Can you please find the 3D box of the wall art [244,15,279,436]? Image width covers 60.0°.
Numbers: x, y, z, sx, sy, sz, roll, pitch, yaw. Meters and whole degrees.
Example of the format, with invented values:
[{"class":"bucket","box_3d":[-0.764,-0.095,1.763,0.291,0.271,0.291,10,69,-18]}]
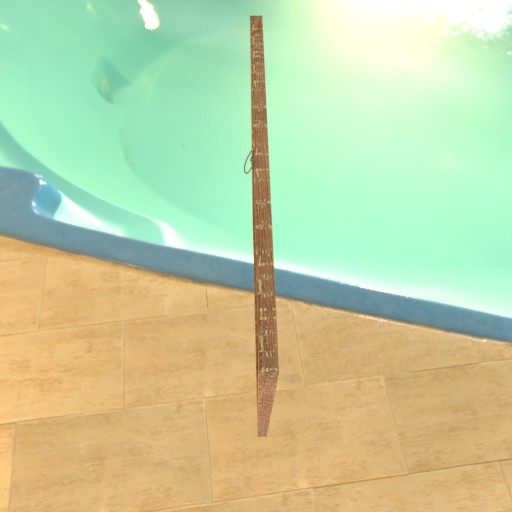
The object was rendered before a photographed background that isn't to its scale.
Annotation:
[{"class":"wall art","box_3d":[0.000,0.000,0.552,0.022,0.380,0.380,-1,62,-1]}]
